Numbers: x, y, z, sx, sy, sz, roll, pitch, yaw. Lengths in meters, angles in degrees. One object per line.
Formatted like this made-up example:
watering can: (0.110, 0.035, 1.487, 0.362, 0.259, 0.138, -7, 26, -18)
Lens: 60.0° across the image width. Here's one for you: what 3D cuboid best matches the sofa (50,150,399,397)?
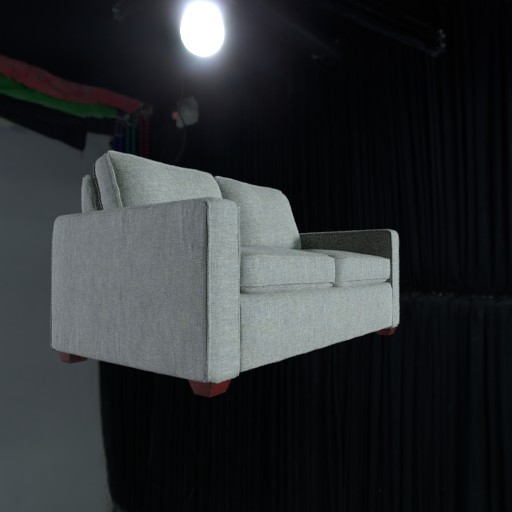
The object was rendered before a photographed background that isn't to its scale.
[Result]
sofa: (0.000, 0.000, 2.274, 0.945, 0.915, 1.706, -1, -2, 37)
